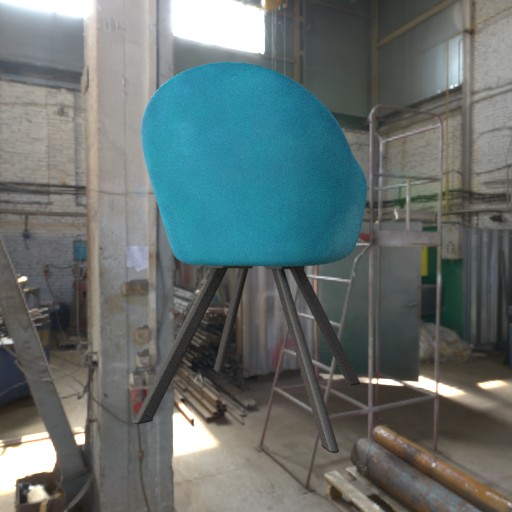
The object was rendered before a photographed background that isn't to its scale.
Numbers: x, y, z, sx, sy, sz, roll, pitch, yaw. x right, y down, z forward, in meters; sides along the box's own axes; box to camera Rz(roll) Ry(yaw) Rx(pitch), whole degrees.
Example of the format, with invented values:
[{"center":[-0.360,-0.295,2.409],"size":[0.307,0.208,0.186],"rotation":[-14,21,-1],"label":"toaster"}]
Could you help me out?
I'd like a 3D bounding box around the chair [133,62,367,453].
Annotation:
[{"center":[0.000,0.000,1.169],"size":[0.550,0.795,0.590],"rotation":[0,1,18],"label":"chair"}]
